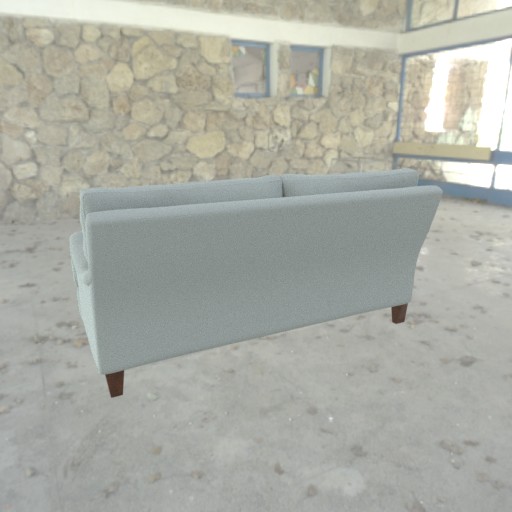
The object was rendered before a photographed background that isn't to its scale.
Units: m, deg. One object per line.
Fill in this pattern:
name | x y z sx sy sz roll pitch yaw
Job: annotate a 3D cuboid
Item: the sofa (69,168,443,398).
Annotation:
sofa | 0.000 0.000 2.884 2.193 1.096 1.069 -8 18 -26
